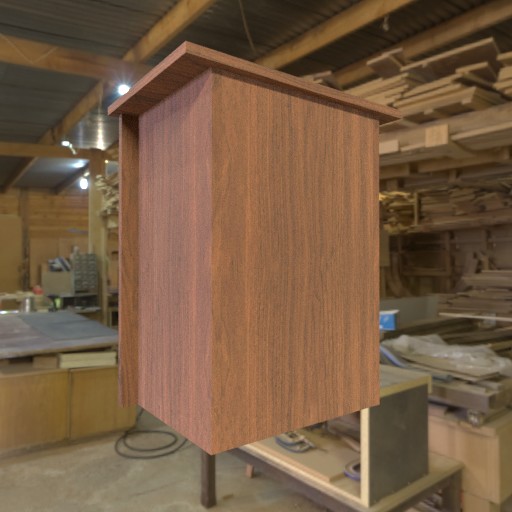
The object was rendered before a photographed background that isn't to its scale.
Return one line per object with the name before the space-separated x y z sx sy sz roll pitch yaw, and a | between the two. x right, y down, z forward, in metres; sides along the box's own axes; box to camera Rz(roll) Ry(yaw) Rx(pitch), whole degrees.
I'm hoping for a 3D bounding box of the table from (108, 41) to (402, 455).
table | 0.000 0.000 1.073 0.589 0.711 0.406 0 -1 -36
